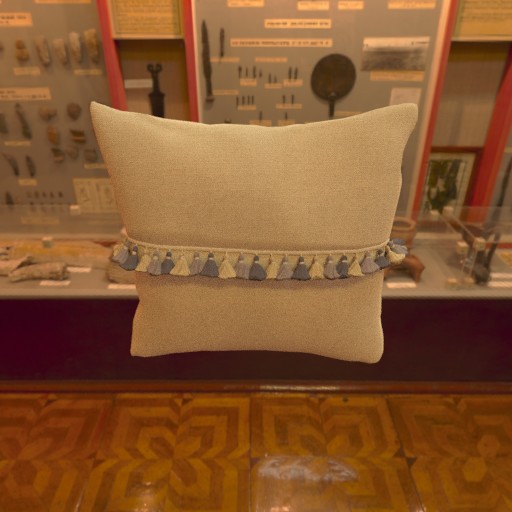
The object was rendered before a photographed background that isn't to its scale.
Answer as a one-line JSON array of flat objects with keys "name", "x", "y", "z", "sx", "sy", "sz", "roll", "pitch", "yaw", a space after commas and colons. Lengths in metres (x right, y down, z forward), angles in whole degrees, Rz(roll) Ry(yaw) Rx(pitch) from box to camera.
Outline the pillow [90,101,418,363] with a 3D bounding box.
[{"name": "pillow", "x": 0.000, "y": 0.000, "z": 0.731, "sx": 0.489, "sy": 0.481, "sz": 0.165, "roll": 1, "pitch": 30, "yaw": 1}]
